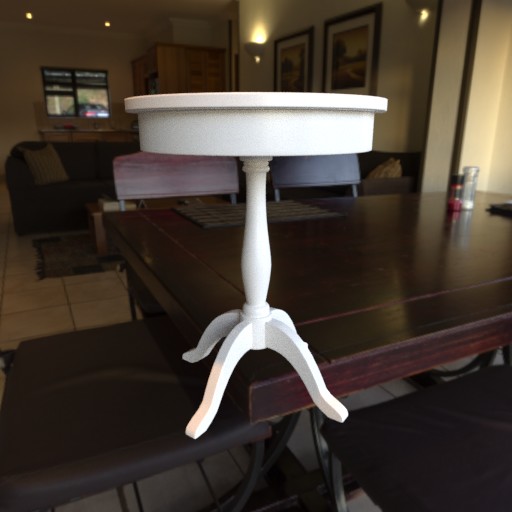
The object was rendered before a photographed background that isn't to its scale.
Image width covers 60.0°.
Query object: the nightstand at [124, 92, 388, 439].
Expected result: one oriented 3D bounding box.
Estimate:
[{"bbox_3d":[0.000,0.000,0.988,0.513,0.653,0.513,15,22,42],"label":"nightstand"}]
